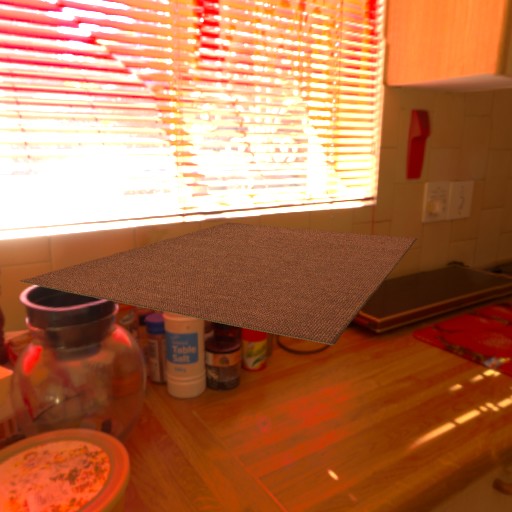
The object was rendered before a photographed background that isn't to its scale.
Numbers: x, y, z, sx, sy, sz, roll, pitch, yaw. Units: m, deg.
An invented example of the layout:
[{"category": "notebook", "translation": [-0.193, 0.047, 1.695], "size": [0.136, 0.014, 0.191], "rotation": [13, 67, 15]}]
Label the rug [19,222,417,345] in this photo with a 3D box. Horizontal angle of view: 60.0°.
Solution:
[{"category": "rug", "translation": [0.000, 0.000, 4.113], "size": [2.456, 0.021, 3.068], "rotation": [7, 15, 26]}]
